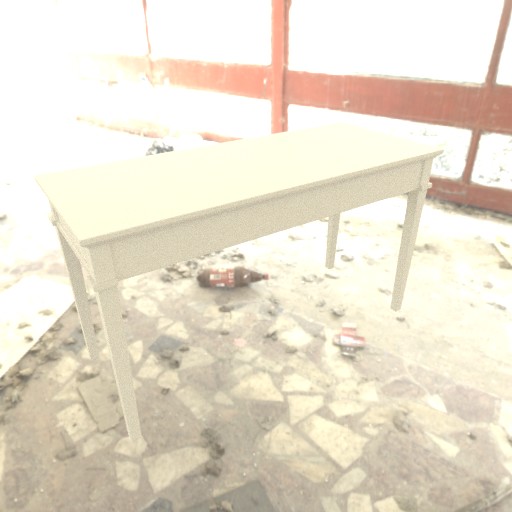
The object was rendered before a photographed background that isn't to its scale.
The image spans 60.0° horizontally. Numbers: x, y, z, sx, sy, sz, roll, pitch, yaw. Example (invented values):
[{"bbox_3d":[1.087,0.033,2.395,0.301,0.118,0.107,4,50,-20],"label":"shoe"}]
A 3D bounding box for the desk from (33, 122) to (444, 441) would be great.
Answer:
[{"bbox_3d":[0.000,0.000,1.764,1.372,0.774,0.559,-18,34,-29],"label":"desk"}]
